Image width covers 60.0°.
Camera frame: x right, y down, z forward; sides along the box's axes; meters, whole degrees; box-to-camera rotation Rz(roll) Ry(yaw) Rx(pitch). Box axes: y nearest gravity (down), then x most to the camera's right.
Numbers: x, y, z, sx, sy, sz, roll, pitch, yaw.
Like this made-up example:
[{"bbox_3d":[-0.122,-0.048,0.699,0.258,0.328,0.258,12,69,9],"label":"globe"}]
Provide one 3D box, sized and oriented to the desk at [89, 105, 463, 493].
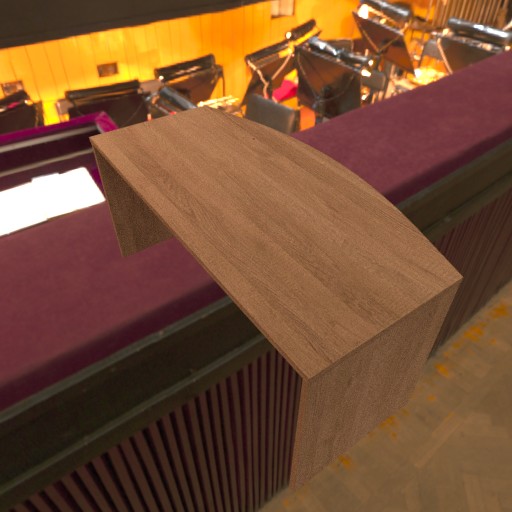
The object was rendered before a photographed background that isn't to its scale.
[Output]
[{"bbox_3d":[0.000,0.000,2.031,0.802,0.752,1.600,-25,48,-25],"label":"desk"}]
